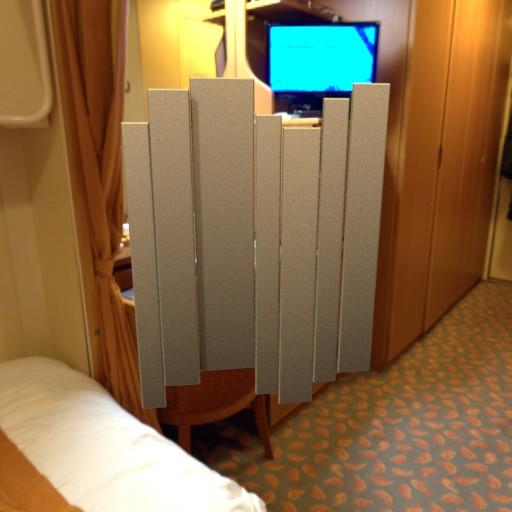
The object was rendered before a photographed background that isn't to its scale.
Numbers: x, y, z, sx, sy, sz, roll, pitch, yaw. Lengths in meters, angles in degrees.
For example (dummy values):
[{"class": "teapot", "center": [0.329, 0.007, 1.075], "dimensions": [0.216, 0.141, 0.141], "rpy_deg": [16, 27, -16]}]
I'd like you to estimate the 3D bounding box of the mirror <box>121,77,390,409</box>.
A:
[{"class": "mirror", "center": [0.000, 0.000, 0.815], "dimensions": [0.445, 0.611, 0.058], "rpy_deg": [-2, 15, -7]}]
